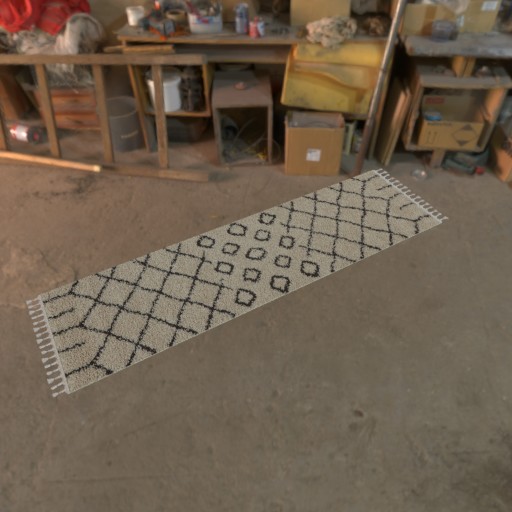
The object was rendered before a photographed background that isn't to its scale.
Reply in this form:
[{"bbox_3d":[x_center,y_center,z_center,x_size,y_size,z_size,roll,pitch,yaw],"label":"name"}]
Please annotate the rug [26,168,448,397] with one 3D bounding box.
[{"bbox_3d":[0.000,0.000,2.596,2.464,0.005,0.660,-22,50,-20],"label":"rug"}]
